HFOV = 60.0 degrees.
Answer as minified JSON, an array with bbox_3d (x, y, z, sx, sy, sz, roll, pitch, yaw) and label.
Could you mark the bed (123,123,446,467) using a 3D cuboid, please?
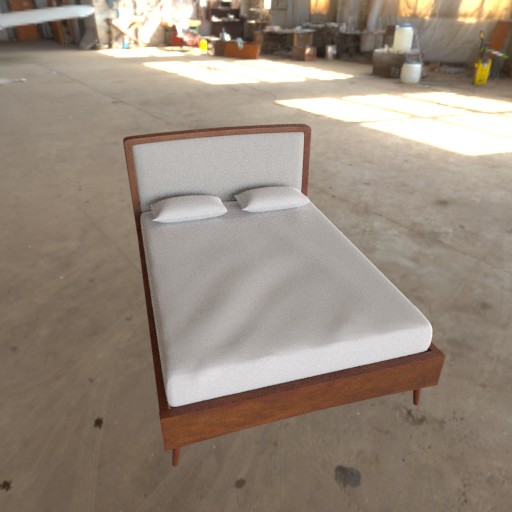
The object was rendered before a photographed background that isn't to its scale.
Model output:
[{"bbox_3d":[0.000,0.000,3.133,1.587,1.275,2.196,-8,31,-14],"label":"bed"}]
